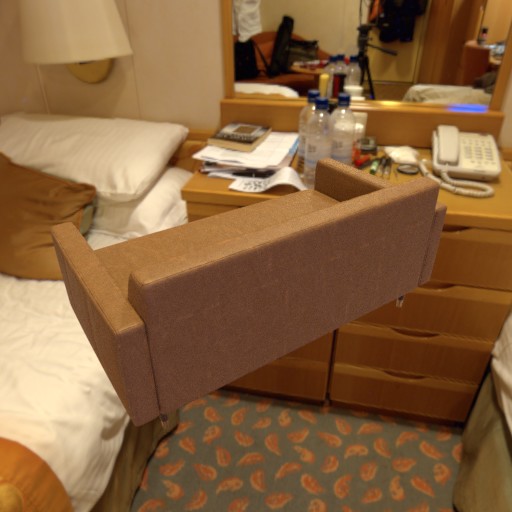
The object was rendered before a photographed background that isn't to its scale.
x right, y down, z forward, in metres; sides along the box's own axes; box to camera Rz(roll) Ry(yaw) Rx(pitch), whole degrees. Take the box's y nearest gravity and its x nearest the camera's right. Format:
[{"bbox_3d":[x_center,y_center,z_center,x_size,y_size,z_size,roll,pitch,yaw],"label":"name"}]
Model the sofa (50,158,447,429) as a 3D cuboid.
[{"bbox_3d":[0.000,0.000,2.393,1.847,0.821,0.993,-20,36,-29],"label":"sofa"}]
